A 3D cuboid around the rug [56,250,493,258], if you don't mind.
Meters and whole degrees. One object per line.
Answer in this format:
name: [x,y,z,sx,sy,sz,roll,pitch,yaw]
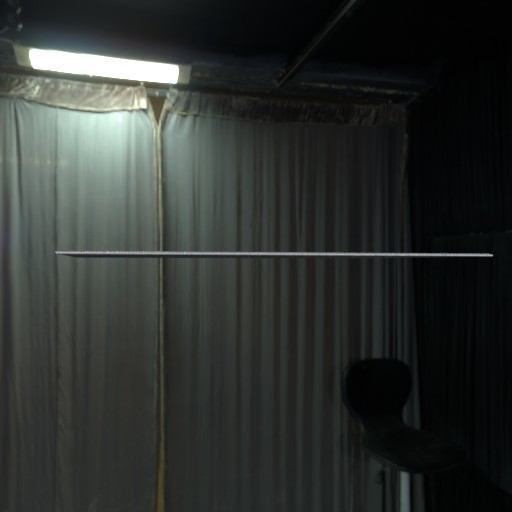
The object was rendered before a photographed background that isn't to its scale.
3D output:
rug: [0.000,0.000,2.839,2.213,0.014,1.608,0,-1,-20]
